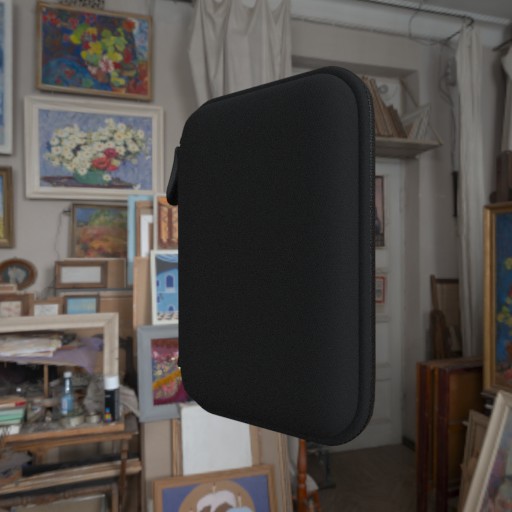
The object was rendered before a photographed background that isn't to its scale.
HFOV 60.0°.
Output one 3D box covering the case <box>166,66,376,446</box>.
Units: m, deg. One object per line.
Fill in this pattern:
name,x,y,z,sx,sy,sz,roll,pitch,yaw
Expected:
case,0.000,0.000,0.194,0.107,0.147,0.030,0,0,36
